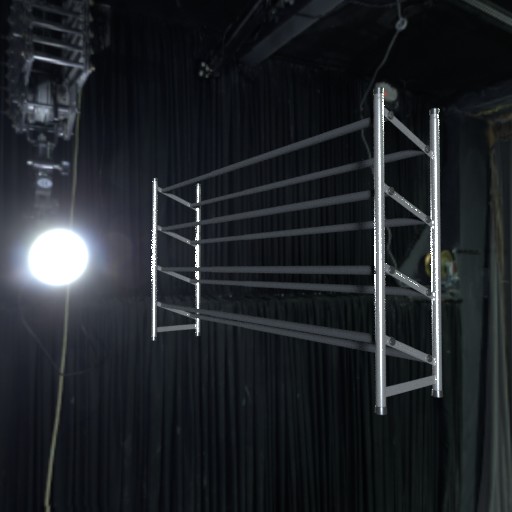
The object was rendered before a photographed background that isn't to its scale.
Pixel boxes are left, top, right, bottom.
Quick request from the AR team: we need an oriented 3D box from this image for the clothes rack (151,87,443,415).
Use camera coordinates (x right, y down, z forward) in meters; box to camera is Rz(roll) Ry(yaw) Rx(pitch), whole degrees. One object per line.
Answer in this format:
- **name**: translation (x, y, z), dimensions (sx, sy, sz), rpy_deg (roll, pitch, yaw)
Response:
- **clothes rack**: translation (0.000, 0.000, 1.438), dimensions (0.229, 0.672, 1.168), rpy_deg (1, -2, -36)
